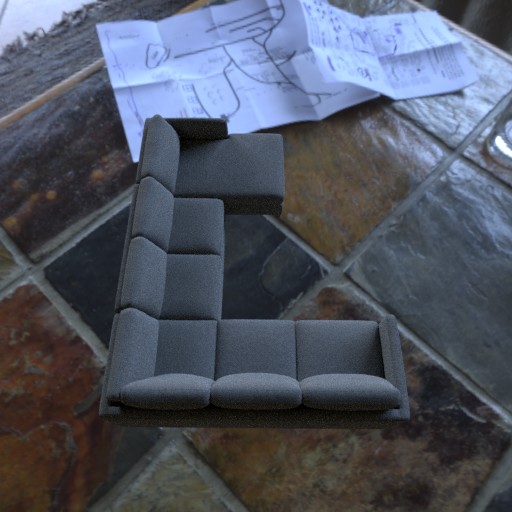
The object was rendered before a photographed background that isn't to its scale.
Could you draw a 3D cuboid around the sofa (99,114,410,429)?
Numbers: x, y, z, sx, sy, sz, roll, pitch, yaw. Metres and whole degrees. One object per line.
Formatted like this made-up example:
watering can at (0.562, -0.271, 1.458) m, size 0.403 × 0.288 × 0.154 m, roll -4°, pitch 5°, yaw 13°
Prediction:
sofa at (0.000, 0.000, 4.505) m, size 2.551 × 0.853 × 3.238 m, roll 0°, pitch 63°, yaw 0°
